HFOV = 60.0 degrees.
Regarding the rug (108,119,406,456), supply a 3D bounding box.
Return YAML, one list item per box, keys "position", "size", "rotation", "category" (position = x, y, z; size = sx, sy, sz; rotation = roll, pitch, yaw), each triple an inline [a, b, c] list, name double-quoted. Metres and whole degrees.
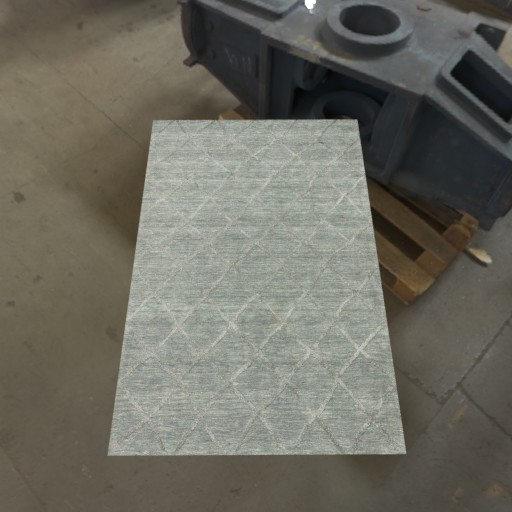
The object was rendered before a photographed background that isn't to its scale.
- position: [0.000, 0.000, 2.783]
  size: [1.521, 0.006, 2.283]
  rotation: [0, 63, 0]
  category: "rug"
